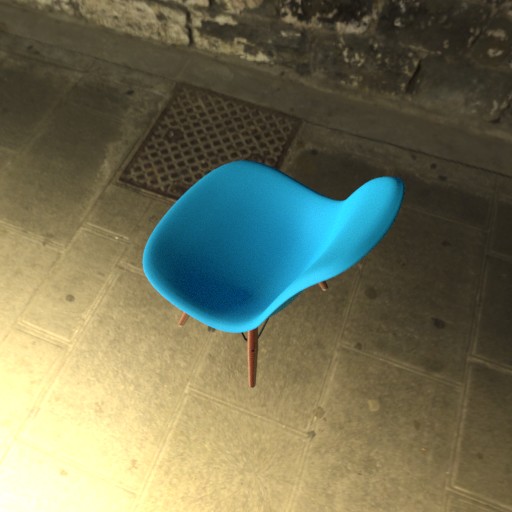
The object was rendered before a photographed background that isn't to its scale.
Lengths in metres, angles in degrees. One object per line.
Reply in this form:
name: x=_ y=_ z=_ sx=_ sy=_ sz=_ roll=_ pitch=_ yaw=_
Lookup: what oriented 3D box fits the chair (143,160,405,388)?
chair: x=0.000 y=0.000 z=1.156 sx=0.533 sy=0.826 sz=0.470 roll=32 pitch=68 yaw=15
